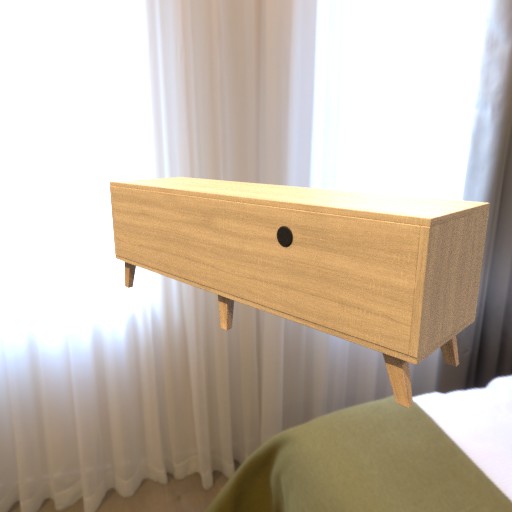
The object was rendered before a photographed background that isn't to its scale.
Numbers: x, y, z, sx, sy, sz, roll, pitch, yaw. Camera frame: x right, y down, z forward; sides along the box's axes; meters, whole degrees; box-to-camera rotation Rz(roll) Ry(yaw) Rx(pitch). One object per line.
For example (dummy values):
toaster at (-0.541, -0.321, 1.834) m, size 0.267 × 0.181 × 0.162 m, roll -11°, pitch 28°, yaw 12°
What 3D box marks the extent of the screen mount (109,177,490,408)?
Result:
screen mount at (0.000, 0.000, 1.712) m, size 1.500 × 0.509 × 0.401 m, roll 14°, pitch 19°, yaw 43°
